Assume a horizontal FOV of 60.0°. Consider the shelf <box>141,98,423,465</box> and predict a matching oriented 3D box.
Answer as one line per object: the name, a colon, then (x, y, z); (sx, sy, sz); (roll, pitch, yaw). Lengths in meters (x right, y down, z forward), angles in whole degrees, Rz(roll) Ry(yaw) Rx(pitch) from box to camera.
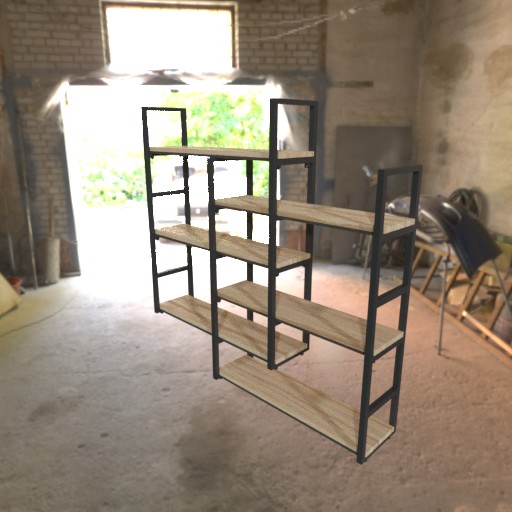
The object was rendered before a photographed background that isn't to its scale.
shelf: (0.000, 0.000, 1.400); (0.946, 0.921, 0.183); (15, 22, 42)
